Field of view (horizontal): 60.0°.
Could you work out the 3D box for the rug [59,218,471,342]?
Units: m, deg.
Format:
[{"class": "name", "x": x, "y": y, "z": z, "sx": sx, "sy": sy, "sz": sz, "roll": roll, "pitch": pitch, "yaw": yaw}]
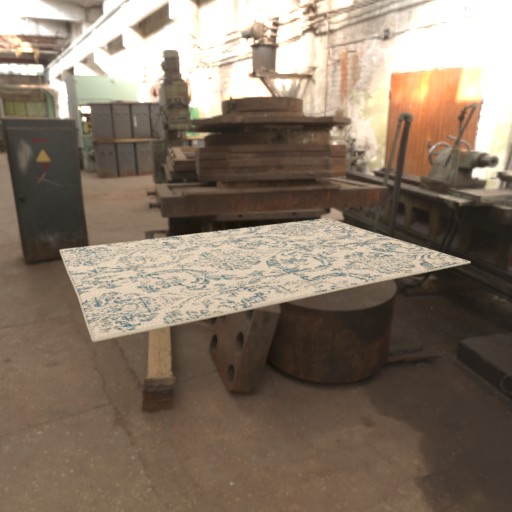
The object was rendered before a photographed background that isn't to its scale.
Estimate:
[{"class": "rug", "x": 0.000, "y": 0.000, "z": 2.353, "sx": 1.831, "sy": 0.012, "sz": 1.213, "roll": -9, "pitch": 19, "yaw": -26}]
